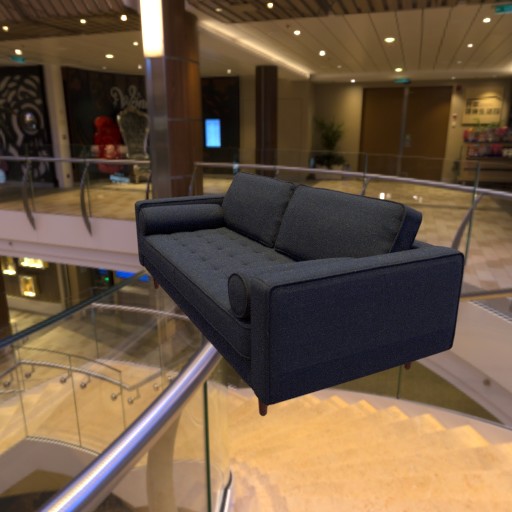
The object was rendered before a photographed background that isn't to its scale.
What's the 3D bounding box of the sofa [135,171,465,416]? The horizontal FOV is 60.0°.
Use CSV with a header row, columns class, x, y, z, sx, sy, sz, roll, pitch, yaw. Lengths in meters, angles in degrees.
class,x,y,z,sx,sy,sz,roll,pitch,yaw
sofa,0.000,0.000,2.390,0.914,0.762,1.880,-8,18,-26
